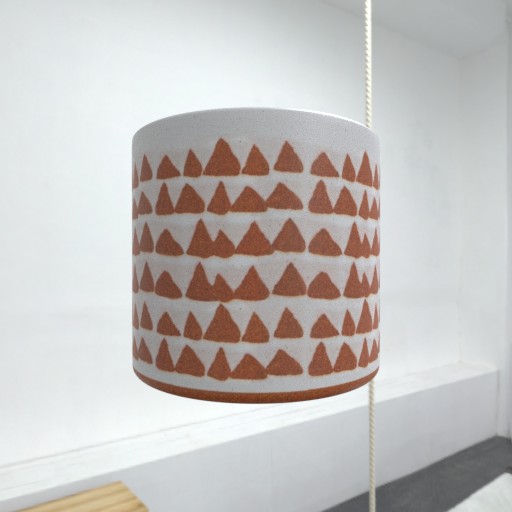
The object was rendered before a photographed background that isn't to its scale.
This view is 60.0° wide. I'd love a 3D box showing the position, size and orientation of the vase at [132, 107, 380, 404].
[{"bbox_3d":[0.000,0.000,0.254,0.137,0.127,0.137,0,0,0],"label":"vase"}]
